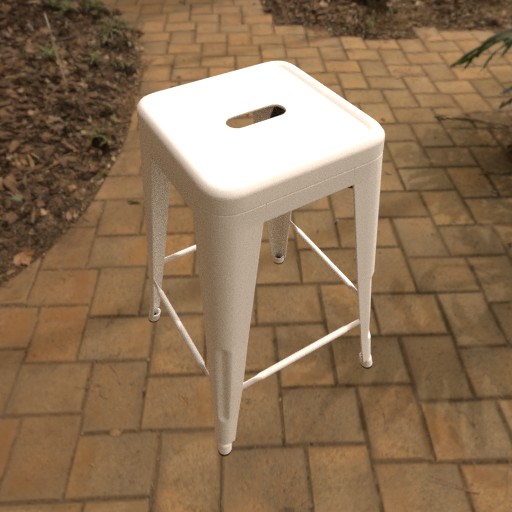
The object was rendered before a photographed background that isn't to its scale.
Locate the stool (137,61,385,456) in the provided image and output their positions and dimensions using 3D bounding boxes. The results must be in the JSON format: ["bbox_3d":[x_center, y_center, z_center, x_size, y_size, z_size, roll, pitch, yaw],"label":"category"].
[{"bbox_3d":[0.000,0.000,0.861,0.406,0.610,0.406,-24,52,-20],"label":"stool"}]
